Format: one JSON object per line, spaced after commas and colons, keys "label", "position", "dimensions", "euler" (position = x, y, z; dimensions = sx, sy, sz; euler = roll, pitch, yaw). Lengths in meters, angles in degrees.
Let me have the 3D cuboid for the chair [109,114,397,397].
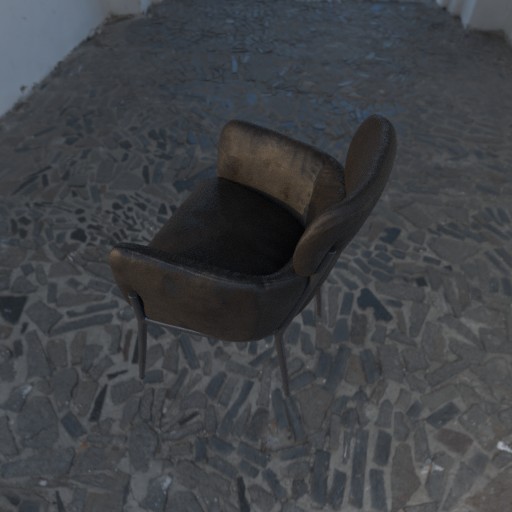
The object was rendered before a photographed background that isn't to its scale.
{"label": "chair", "position": [0.000, 0.000, 1.273], "dimensions": [0.604, 0.818, 0.640], "euler": [18, 50, 16]}
